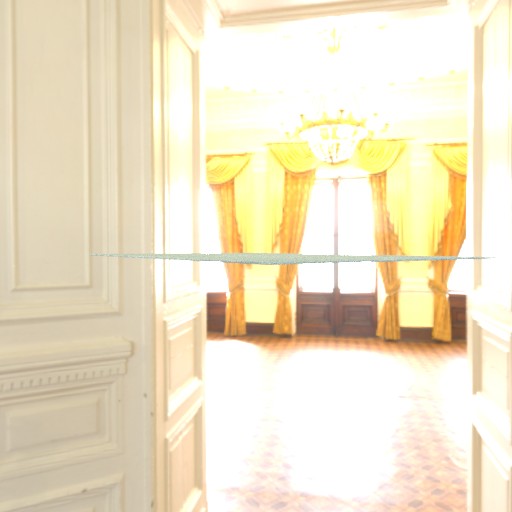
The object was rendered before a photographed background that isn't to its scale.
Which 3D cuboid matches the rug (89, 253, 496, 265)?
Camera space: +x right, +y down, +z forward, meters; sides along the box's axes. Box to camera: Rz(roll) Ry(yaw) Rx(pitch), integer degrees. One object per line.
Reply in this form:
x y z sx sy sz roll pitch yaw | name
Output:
0.000 0.000 2.181 1.142 0.006 1.752 -1 1 -35 | rug
